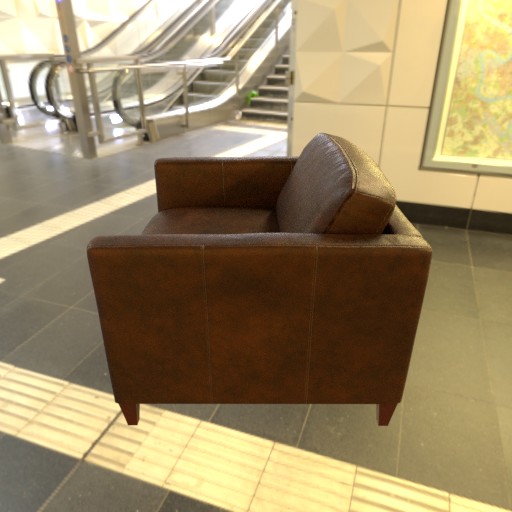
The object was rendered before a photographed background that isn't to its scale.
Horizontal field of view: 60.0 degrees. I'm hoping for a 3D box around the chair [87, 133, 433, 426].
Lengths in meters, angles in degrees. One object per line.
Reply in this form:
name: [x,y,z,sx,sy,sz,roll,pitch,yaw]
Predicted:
chair: [0.000,0.000,1.761,0.975,0.864,0.990,0,27,0]
